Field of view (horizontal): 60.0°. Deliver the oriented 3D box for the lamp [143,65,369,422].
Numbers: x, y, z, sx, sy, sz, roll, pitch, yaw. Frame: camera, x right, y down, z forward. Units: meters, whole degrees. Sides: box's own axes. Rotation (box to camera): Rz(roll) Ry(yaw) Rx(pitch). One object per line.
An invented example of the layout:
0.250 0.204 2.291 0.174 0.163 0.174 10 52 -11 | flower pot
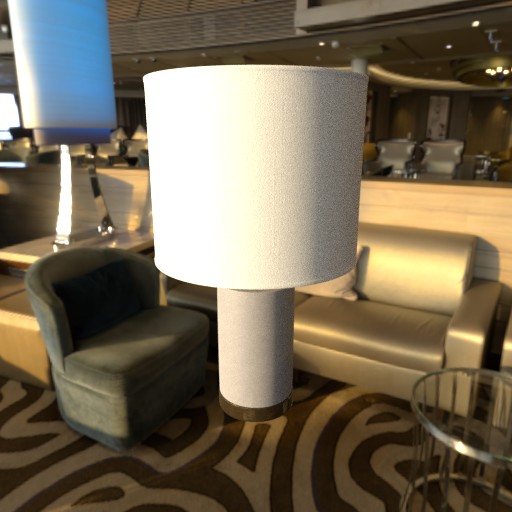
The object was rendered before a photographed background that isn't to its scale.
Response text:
0.000 0.000 0.514 0.229 0.380 0.229 0 16 0 | lamp
